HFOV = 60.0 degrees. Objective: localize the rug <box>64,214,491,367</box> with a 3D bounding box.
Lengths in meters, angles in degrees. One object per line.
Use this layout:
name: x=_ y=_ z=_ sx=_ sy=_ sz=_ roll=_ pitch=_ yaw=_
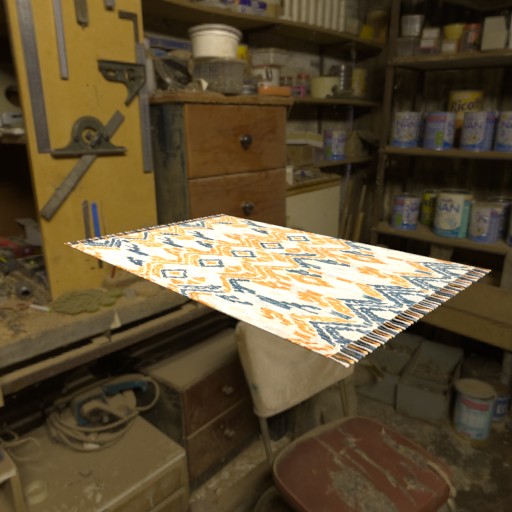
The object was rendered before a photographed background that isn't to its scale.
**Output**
rug: x=0.000 y=0.000 z=2.924 sx=2.428 sy=0.010 sz=1.533 roll=16 pitch=23 yaw=42
